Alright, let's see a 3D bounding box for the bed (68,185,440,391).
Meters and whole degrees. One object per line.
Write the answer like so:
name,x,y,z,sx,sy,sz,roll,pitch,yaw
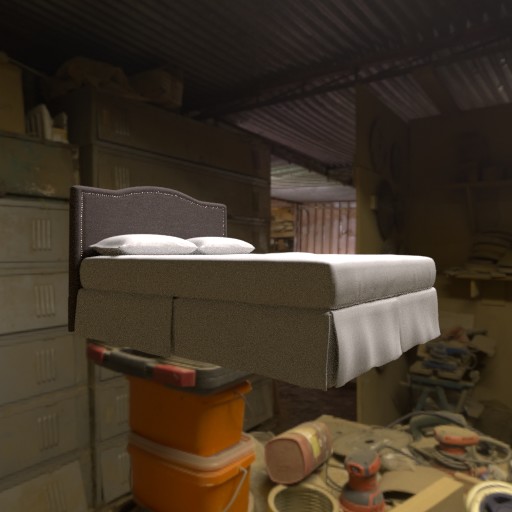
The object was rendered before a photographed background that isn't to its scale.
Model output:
bed,0.000,0.000,3.987,2.689,1.457,2.161,0,1,37
